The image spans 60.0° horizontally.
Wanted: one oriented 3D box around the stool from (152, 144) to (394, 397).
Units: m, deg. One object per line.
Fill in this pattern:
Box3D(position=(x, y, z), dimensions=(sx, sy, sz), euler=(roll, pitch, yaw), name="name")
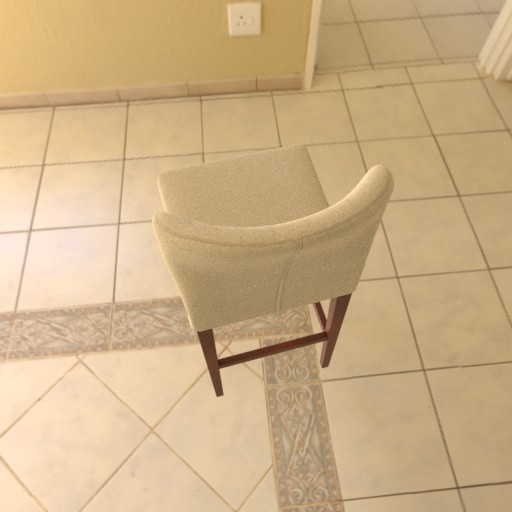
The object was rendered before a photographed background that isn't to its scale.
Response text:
Box3D(position=(0.000, 0.000, 1.340), dimensions=(0.479, 1.069, 0.568), euler=(-13, 61, -7), name="stool")
